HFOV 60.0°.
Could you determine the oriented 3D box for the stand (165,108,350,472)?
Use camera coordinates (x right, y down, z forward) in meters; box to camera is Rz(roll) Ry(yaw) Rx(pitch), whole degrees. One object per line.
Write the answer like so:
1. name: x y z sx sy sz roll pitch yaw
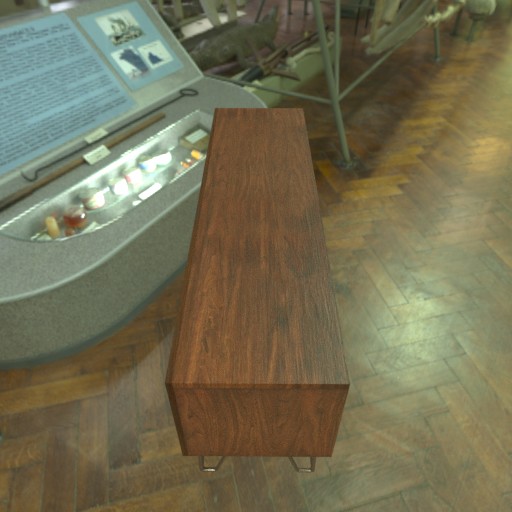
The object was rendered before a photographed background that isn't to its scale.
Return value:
1. stand: 0.000 0.000 1.902 0.481 0.610 1.626 0 42 0
